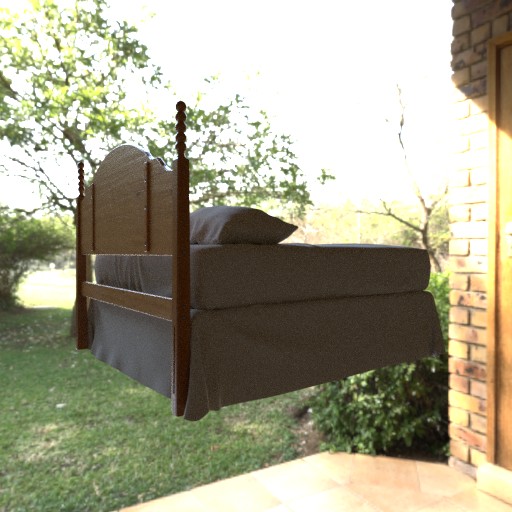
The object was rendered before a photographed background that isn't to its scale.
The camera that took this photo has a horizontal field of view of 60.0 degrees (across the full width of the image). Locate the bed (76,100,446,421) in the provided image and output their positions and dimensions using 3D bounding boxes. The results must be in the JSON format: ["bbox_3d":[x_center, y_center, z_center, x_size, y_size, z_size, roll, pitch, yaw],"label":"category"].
[{"bbox_3d":[0.000,0.000,3.141,2.040,1.356,1.873,0,1,-36],"label":"bed"}]
